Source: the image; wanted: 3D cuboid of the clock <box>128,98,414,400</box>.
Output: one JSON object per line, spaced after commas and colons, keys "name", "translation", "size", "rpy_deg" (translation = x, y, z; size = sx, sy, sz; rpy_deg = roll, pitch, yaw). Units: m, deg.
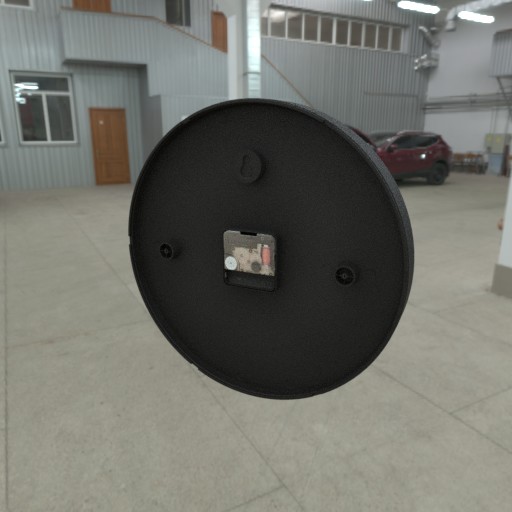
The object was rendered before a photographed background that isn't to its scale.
{"name": "clock", "translation": [0.000, 0.000, 0.438], "size": [0.293, 0.293, 0.040], "rpy_deg": [8, 17, 25]}
